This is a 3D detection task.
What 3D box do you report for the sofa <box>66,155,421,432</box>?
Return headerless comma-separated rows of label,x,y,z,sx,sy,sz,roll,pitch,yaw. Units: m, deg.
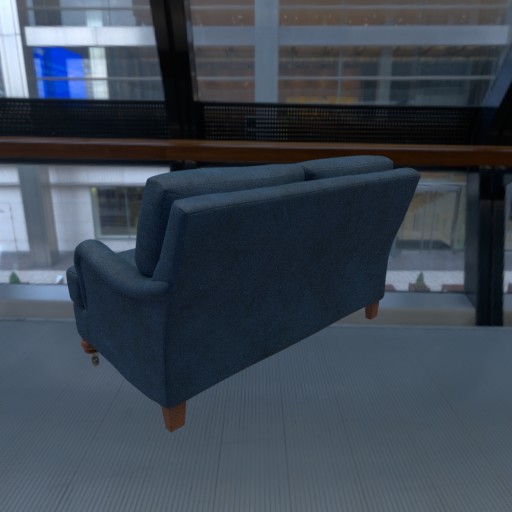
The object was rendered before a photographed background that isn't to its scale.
sofa,0.000,0.000,2.564,1.084,1.101,1.853,16,22,42
